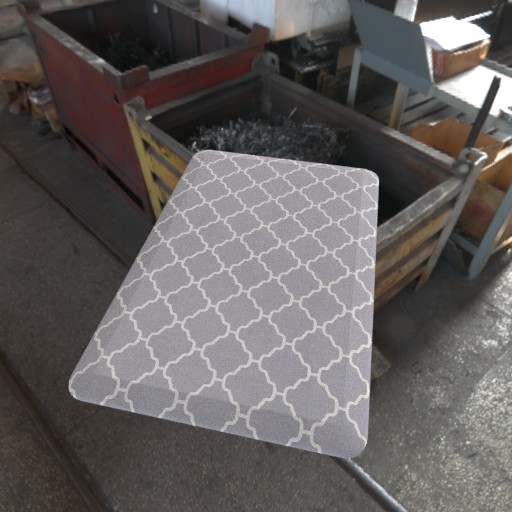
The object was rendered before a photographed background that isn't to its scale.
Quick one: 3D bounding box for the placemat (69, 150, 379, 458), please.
[{"bbox_3d":[0.000,0.000,0.959,0.508,0.021,0.762,9,47,8],"label":"placemat"}]
